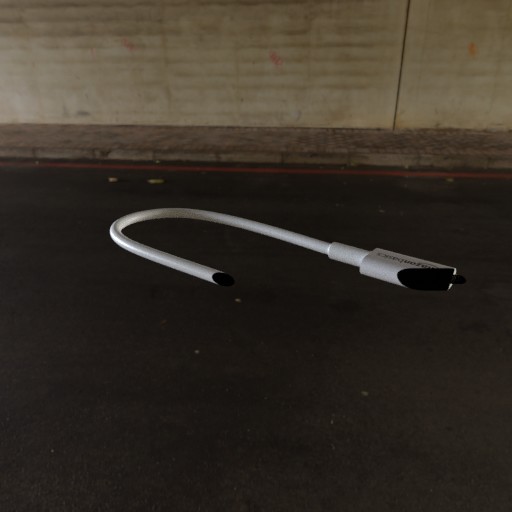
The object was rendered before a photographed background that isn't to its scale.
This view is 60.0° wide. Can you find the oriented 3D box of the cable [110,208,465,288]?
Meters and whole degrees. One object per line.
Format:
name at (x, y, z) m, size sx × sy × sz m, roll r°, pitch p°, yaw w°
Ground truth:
cable at (0.000, 0.000, 0.112) m, size 0.098 × 0.005 × 0.041 m, roll 18°, pitch 30°, yaw 34°
